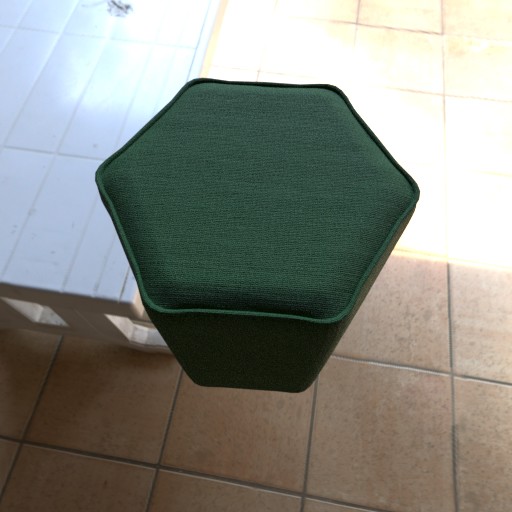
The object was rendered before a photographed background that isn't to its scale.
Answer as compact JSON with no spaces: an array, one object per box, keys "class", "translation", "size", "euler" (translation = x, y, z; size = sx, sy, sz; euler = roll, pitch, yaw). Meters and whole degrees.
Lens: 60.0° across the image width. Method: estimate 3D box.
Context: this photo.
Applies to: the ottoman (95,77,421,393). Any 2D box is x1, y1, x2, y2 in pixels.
[{"class":"ottoman","translation":[0.000,0.000,0.881],"size":[0.499,0.507,0.444],"euler":[4,63,2]}]
